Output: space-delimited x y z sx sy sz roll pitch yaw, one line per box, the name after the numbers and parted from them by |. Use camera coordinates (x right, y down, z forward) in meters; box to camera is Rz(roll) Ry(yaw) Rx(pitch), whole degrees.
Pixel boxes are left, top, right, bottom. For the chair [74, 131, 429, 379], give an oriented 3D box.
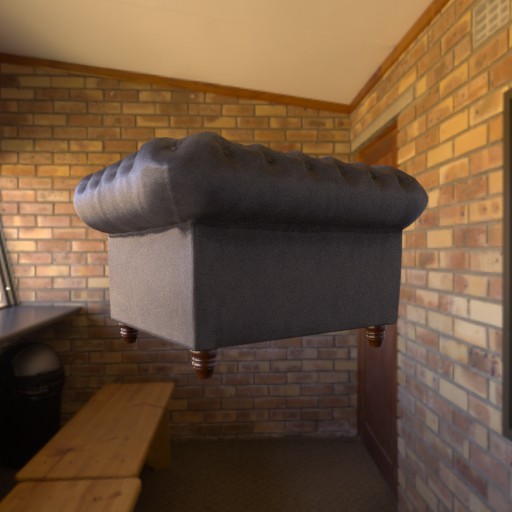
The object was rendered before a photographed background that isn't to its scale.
0.000 0.000 1.908 1.298 0.780 0.943 0 0 -35 | chair
